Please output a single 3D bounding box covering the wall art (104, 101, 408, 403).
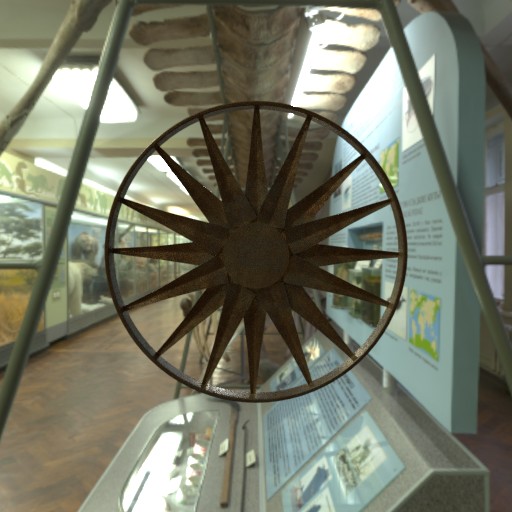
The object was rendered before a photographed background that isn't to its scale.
[{"bbox_3d":[0.000,0.000,0.866,0.582,0.583,0.084,0,0,0],"label":"wall art"}]
